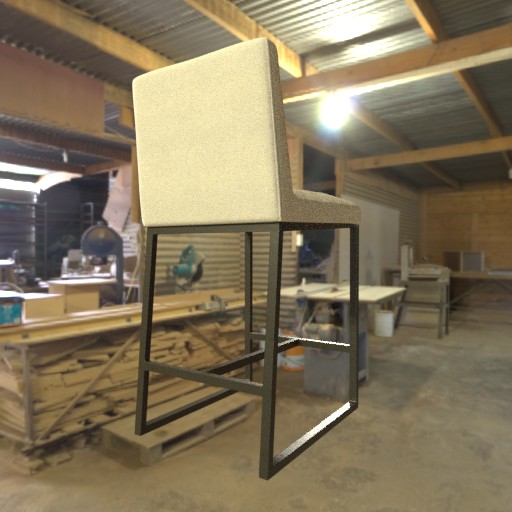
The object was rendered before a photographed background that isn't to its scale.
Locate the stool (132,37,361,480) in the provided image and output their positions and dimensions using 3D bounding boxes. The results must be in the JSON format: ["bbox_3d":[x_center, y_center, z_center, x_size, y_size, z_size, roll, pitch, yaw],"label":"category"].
[{"bbox_3d":[0.000,0.000,1.308,0.459,0.971,0.567,1,1,34],"label":"stool"}]
